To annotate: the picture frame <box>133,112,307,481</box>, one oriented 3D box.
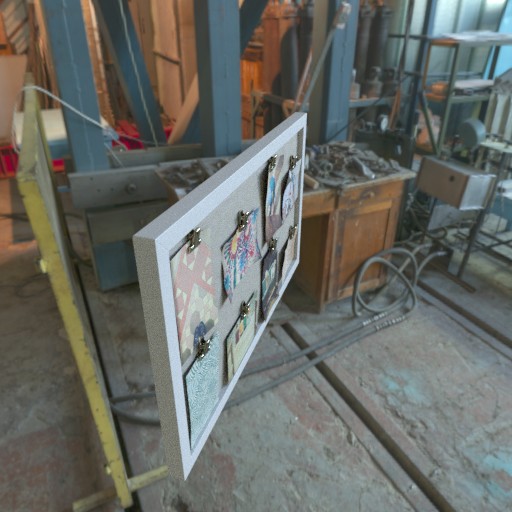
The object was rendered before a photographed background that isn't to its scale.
[{"bbox_3d":[0.000,0.000,0.795,0.044,0.379,0.647,10,30,17],"label":"picture frame"}]
